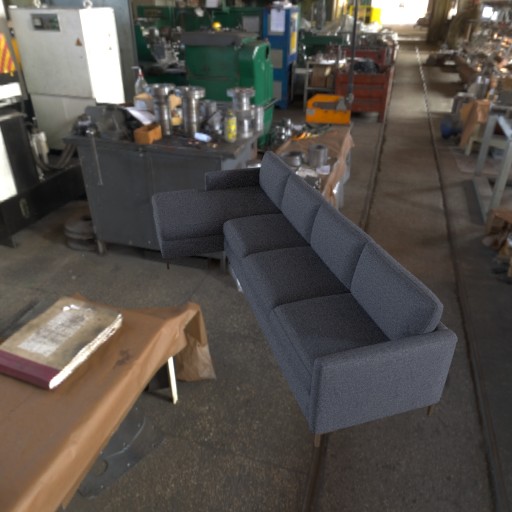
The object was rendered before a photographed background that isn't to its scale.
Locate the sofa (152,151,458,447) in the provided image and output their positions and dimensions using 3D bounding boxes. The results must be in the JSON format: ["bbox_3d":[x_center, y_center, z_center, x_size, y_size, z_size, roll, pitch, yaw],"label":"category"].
[{"bbox_3d":[0.000,0.000,2.854,1.125,0.673,2.445,-9,31,-14],"label":"sofa"}]
